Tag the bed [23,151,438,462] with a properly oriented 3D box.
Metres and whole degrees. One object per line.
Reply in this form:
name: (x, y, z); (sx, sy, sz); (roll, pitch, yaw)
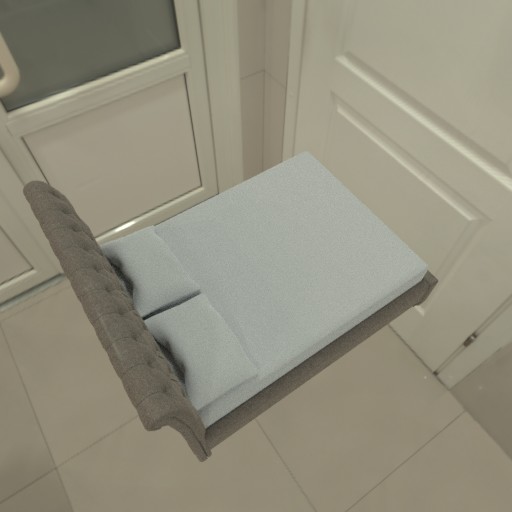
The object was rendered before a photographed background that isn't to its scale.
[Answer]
bed: (0.000, 0.000, 3.141); (2.252, 1.371, 1.645); (-30, 62, -18)
